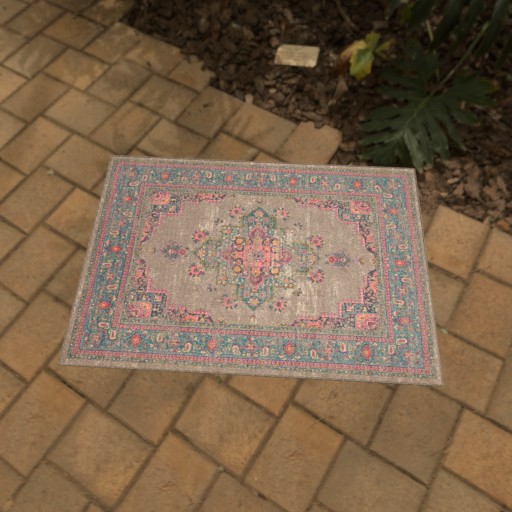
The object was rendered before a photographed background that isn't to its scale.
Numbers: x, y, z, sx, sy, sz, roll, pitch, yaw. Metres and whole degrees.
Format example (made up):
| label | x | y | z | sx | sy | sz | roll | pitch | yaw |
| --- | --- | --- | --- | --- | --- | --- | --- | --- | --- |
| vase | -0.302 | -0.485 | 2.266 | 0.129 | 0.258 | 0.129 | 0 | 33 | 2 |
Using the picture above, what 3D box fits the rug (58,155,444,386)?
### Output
| label | x | y | z | sx | sy | sz | roll | pitch | yaw |
| --- | --- | --- | --- | --- | --- | --- | --- | --- | --- |
| rug | 0.000 | 0.000 | 3.759 | 2.890 | 0.013 | 2.005 | 3 | 63 | 1 |
